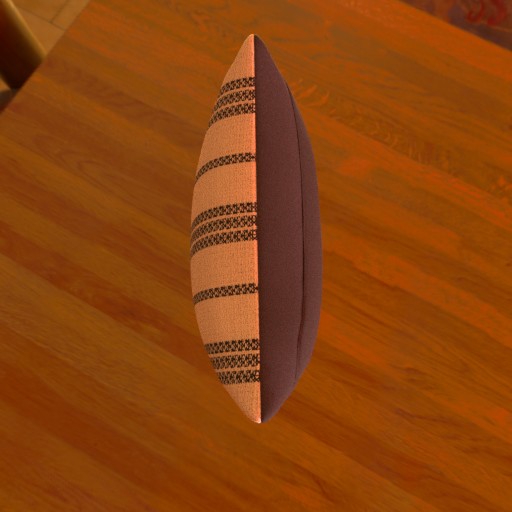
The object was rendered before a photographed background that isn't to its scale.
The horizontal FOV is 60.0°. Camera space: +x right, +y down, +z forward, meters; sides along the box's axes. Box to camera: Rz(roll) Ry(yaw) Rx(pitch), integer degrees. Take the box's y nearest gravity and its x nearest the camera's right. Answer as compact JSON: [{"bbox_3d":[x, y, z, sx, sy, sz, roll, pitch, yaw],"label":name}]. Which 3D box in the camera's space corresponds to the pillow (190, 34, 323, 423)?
[{"bbox_3d":[0.000,0.000,0.627,0.173,0.406,0.405,-1,76,0],"label":"pillow"}]
